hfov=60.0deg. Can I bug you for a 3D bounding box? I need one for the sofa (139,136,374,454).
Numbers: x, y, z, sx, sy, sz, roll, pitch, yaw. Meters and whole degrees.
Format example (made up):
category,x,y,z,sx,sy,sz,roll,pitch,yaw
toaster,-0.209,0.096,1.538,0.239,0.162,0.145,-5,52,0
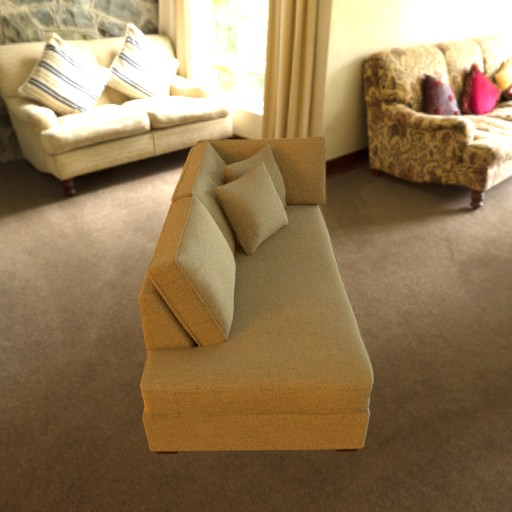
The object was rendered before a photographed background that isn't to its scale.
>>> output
category,x,y,z,sx,sy,sz,roll,pitch,yaw
sofa,0.000,0.000,2.869,1.110,1.019,2.238,0,32,0
